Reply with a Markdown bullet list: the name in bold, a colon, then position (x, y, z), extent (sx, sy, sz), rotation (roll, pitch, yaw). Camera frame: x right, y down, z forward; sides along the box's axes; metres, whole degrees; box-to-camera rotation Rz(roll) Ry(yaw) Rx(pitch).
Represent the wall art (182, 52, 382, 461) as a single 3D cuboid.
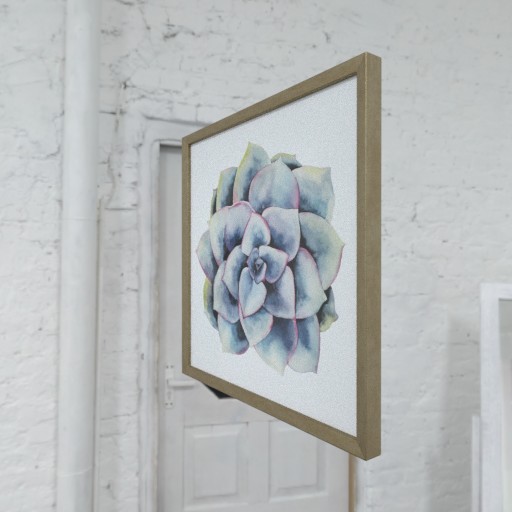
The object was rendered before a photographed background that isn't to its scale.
- **wall art**: position (0.000, 0.000, 0.759), extent (0.030, 0.506, 0.503), rotation (0, 0, -36)
